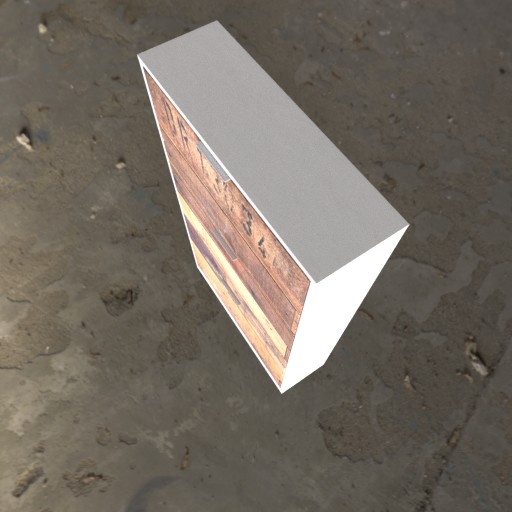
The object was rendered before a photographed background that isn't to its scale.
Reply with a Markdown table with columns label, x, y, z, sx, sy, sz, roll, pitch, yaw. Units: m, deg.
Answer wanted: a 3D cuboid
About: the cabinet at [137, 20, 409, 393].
| label | x | y | z | sx | sy | sz | roll | pitch | yaw |
| --- | --- | --- | --- | --- | --- | --- | --- | --- | --- |
| cabinet | 0.000 | 0.000 | 1.580 | 0.250 | 1.280 | 0.750 | -31 | 68 | -14 |
